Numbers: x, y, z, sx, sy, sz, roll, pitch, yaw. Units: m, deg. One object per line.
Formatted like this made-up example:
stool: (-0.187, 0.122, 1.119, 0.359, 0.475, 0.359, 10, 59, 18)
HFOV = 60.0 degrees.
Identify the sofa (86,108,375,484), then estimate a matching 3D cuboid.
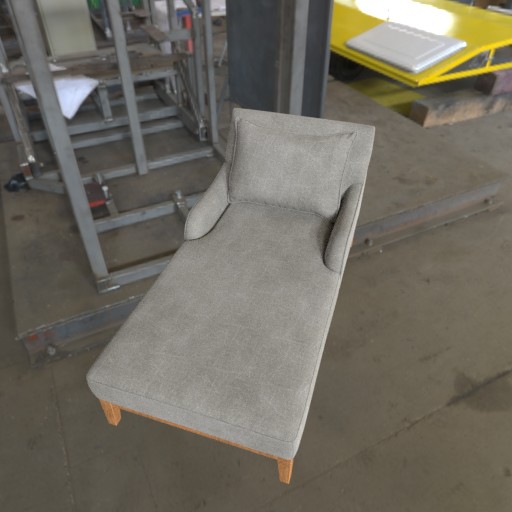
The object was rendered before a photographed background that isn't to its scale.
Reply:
sofa: (0.000, 0.000, 2.281, 0.894, 0.859, 1.779, 12, 42, 14)
